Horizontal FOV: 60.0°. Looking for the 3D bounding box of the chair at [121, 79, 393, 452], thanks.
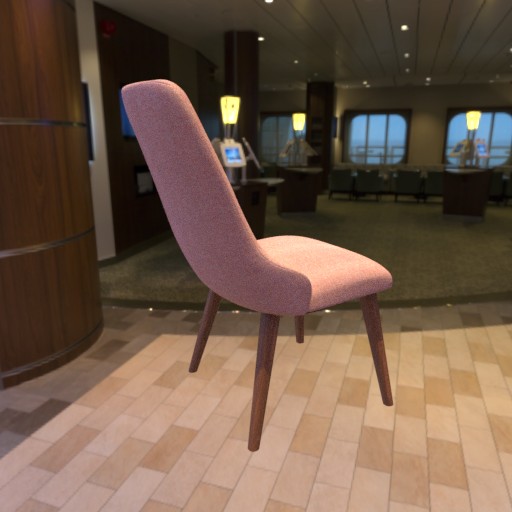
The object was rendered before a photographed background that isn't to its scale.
[{"bbox_3d":[0.000,0.000,1.318,0.707,0.918,0.535,-7,16,-26],"label":"chair"}]
